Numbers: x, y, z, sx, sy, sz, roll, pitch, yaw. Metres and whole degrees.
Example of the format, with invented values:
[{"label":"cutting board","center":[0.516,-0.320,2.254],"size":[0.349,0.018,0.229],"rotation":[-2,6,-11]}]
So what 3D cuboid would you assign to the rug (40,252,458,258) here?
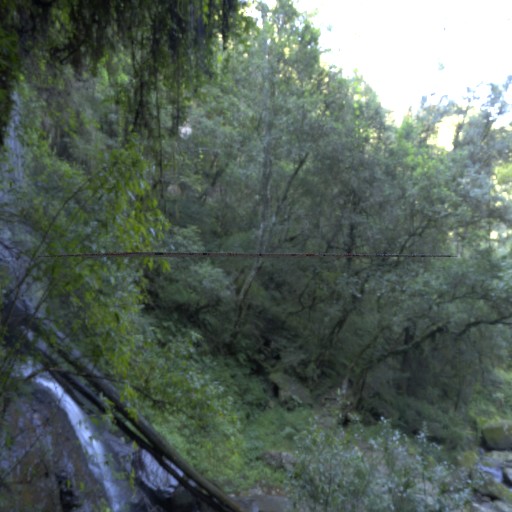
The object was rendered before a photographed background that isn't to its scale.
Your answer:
[{"label":"rug","center":[0.000,0.000,2.440],"size":[1.997,0.010,1.218],"rotation":[0,-1,-36]}]
